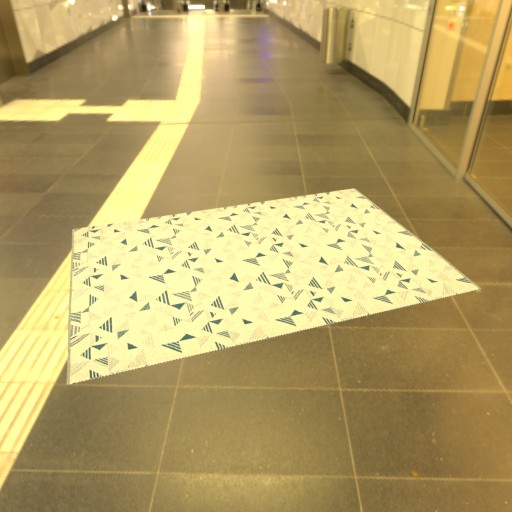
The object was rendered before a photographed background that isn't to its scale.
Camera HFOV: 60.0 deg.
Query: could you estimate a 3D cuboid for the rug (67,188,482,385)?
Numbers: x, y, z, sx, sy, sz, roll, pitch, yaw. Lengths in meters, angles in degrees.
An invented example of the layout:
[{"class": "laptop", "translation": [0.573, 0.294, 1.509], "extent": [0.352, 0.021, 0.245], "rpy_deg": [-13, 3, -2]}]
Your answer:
[{"class": "rug", "translation": [0.000, 0.000, 2.312], "extent": [1.835, 0.003, 1.206], "rpy_deg": [-10, 34, -15]}]
